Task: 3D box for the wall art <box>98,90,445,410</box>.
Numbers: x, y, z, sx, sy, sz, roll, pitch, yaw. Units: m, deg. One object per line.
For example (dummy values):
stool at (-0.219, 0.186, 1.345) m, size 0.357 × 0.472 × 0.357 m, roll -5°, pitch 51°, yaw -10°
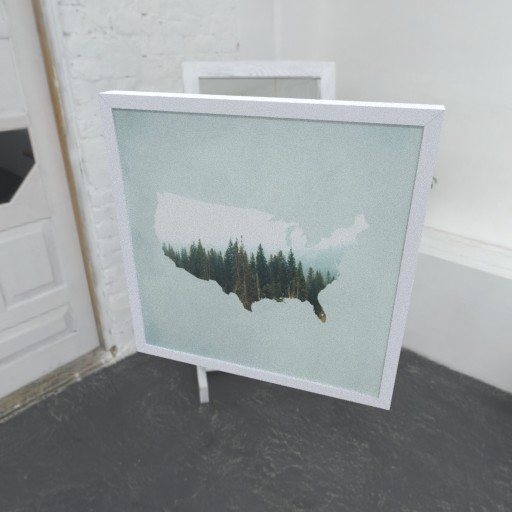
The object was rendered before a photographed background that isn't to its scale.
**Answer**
wall art at (0.000, 0.000, 0.754) m, size 0.509 × 0.509 × 0.040 m, roll 9°, pitch 28°, yaw 16°
